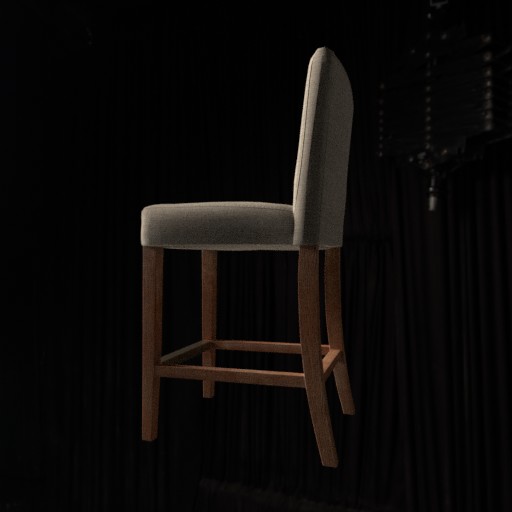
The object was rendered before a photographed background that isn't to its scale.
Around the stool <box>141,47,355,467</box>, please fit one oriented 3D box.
[{"bbox_3d":[0.000,0.000,1.365,0.567,1.039,0.454,0,0,19],"label":"stool"}]
